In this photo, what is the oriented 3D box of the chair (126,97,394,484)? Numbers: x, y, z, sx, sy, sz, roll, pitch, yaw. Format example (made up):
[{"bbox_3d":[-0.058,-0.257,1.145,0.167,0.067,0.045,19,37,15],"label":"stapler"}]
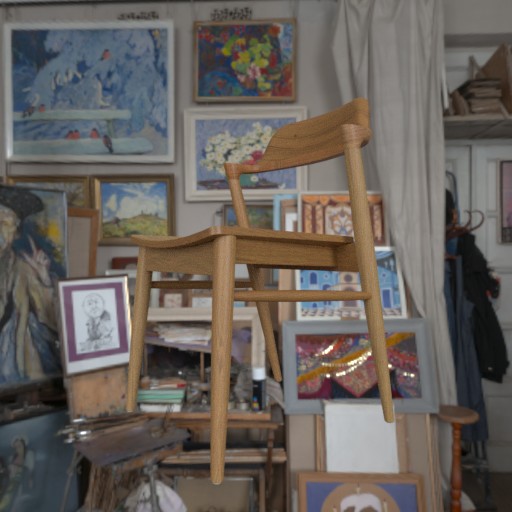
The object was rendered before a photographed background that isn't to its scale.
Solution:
[{"bbox_3d":[0.000,0.000,1.091,0.499,0.792,0.512,0,0,-35],"label":"chair"}]
